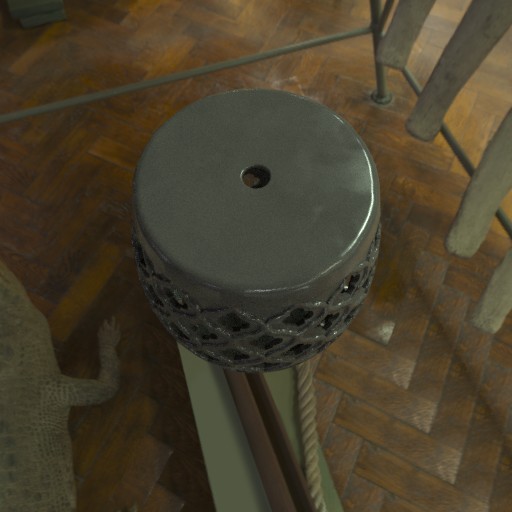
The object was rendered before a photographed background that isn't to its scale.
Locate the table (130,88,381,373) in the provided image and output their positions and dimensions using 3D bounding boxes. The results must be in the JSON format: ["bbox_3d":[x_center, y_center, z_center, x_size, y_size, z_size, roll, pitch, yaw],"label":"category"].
[{"bbox_3d":[0.000,0.000,0.638,0.325,0.388,0.325,0,65,0],"label":"table"}]
